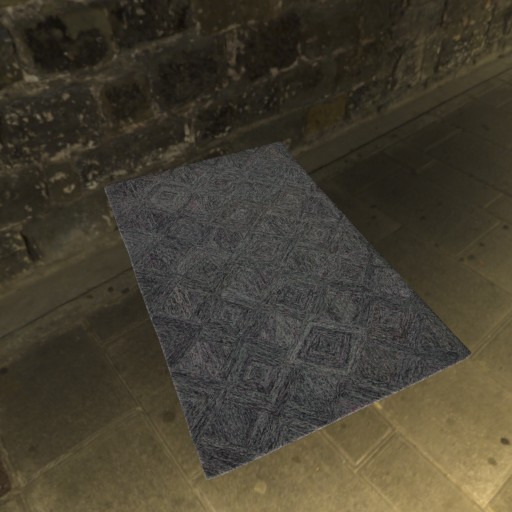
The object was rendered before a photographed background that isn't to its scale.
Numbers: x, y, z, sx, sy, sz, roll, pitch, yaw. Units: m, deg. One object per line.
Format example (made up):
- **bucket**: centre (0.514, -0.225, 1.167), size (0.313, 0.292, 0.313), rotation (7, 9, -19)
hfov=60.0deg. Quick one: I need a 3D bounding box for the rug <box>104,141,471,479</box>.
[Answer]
- **rug**: centre (0.000, 0.000, 2.185), size (1.158, 0.013, 1.752), rotation (-18, 49, -17)
